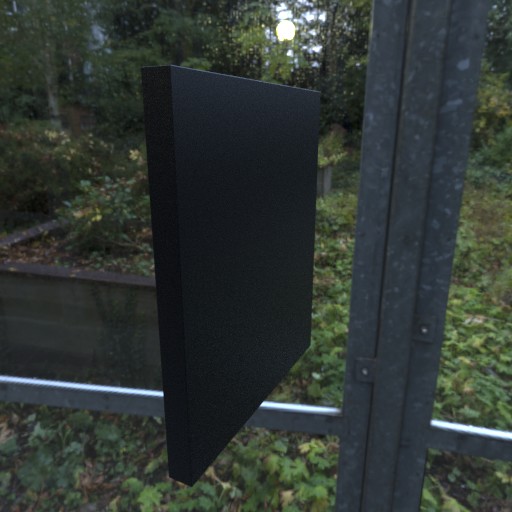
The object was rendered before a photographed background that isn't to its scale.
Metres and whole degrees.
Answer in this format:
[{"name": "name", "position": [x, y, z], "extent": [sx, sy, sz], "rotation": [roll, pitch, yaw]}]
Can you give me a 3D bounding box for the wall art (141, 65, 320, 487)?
[{"name": "wall art", "position": [0.000, 0.000, 0.522], "extent": [0.028, 0.380, 0.325], "rotation": [8, 19, 26]}]
